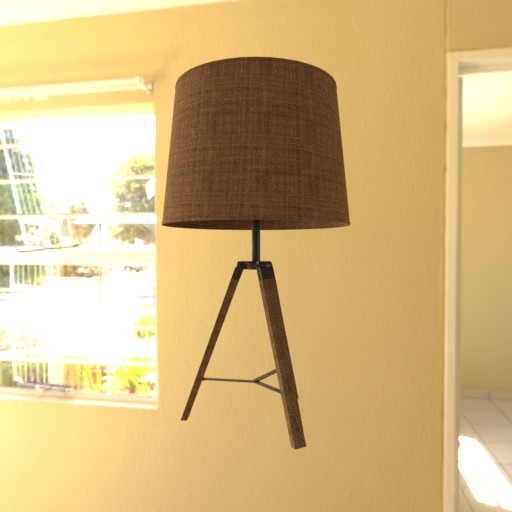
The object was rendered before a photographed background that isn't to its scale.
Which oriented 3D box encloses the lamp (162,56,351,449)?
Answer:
[{"bbox_3d":[0.000,0.000,0.695,0.290,0.514,0.290,0,1,0],"label":"lamp"}]
